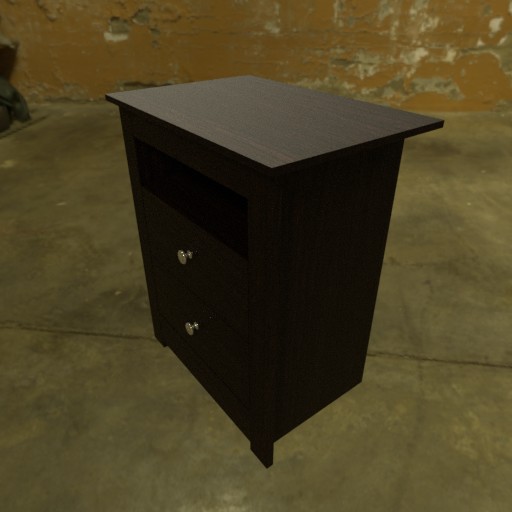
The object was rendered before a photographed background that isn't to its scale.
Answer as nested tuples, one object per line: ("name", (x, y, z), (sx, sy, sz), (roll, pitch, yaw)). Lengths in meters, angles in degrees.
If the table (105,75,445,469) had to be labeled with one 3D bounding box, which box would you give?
("table", (0.000, 0.000, 1.080), (0.406, 0.711, 0.591), (-22, 38, -31))
